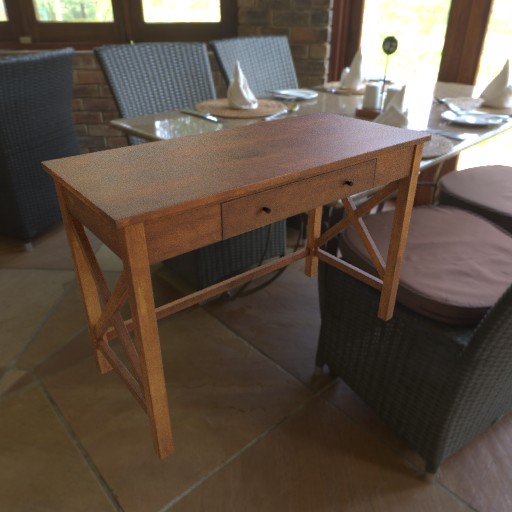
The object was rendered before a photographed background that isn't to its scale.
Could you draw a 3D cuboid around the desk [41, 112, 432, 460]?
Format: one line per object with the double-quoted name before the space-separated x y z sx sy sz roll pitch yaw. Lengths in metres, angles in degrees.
"desk" 0.000 0.000 1.542 1.117 0.762 0.508 -21 35 -33
